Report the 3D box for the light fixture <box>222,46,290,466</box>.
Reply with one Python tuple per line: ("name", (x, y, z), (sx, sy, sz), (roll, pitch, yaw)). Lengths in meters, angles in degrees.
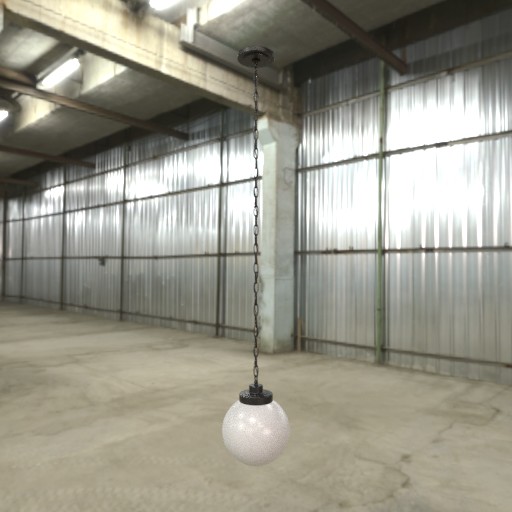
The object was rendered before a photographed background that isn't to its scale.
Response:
("light fixture", (0.000, 0.000, 2.028), (0.304, 1.867, 0.305), (1, -2, -18))
